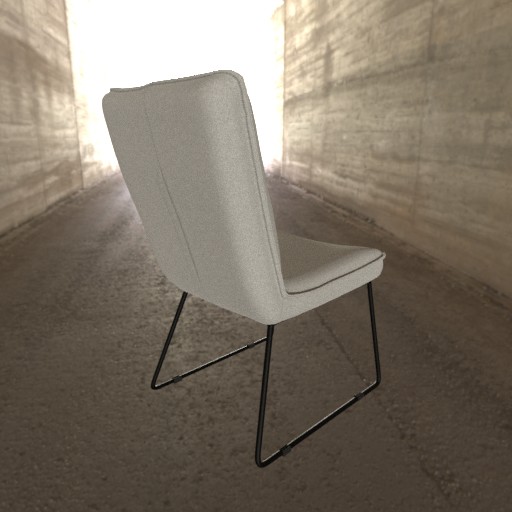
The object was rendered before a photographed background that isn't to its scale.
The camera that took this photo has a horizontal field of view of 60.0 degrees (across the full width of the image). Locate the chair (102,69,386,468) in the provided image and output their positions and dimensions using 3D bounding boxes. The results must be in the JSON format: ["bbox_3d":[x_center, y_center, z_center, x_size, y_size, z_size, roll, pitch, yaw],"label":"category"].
[{"bbox_3d":[0.000,0.000,1.312,0.688,0.930,0.515,-14,21,-43],"label":"chair"}]
